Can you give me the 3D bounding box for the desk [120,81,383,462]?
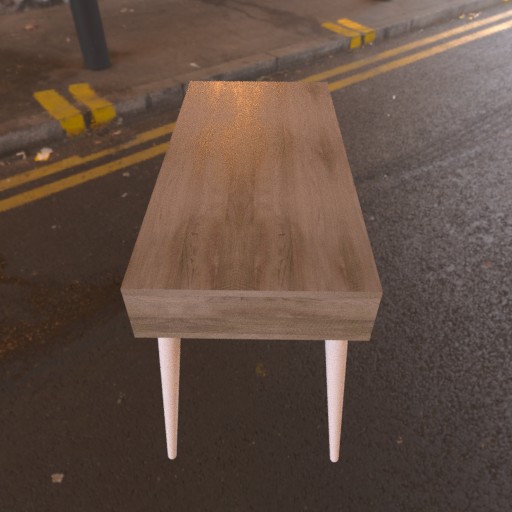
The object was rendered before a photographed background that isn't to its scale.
[{"bbox_3d":[0.000,0.000,1.397,0.491,0.723,0.979,1,42,1],"label":"desk"}]
